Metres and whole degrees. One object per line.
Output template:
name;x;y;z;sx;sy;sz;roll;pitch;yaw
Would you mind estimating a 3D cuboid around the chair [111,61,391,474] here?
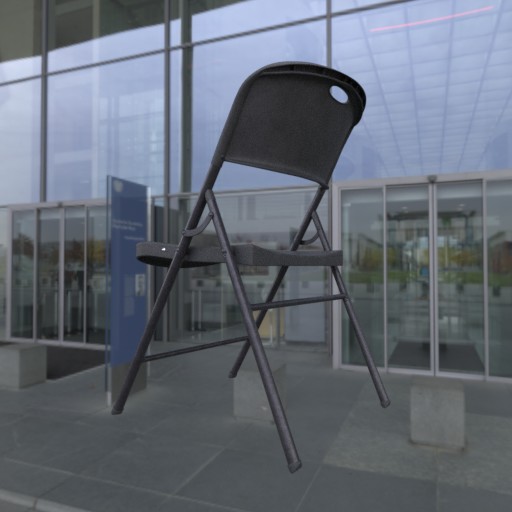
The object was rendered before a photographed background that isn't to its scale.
chair;0.000;0.000;1.168;0.567;0.810;0.494;-1;-2;37
